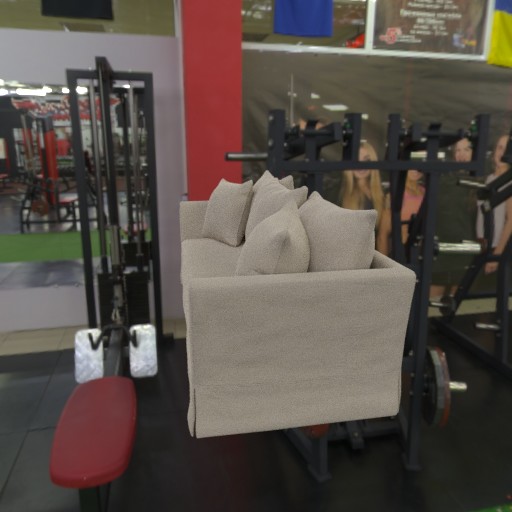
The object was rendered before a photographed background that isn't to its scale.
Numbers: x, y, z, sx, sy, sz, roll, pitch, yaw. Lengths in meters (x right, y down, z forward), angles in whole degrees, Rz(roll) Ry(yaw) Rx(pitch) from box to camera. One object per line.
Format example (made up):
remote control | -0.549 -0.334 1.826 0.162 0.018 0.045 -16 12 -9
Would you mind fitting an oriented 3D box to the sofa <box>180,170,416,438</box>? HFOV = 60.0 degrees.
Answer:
sofa | 0.000 0.000 3.073 1.046 1.047 2.499 -3 15 -10
